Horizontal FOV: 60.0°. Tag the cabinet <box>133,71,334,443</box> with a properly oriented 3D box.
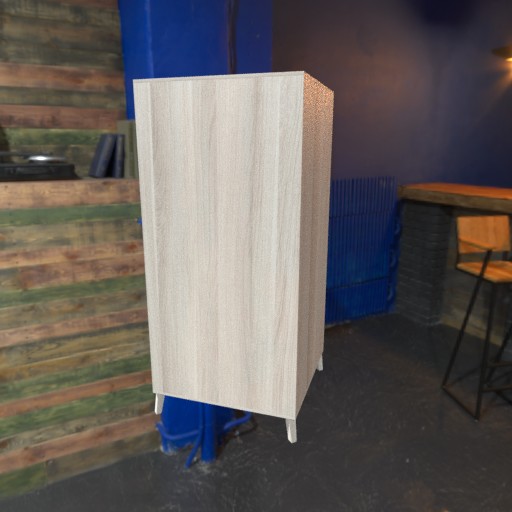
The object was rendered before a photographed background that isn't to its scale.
[{"bbox_3d":[0.000,0.000,2.679,1.272,1.957,0.969,-7,16,-26],"label":"cabinet"}]
